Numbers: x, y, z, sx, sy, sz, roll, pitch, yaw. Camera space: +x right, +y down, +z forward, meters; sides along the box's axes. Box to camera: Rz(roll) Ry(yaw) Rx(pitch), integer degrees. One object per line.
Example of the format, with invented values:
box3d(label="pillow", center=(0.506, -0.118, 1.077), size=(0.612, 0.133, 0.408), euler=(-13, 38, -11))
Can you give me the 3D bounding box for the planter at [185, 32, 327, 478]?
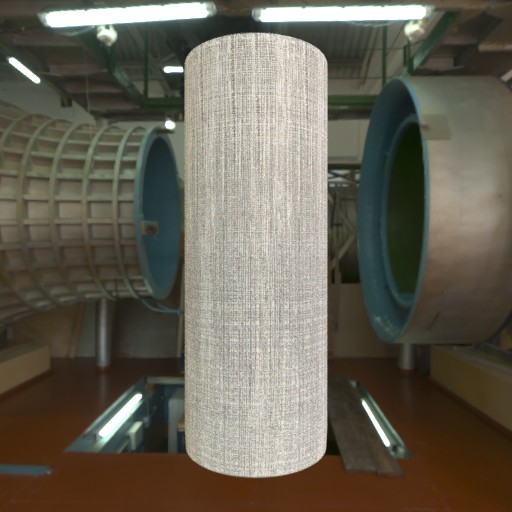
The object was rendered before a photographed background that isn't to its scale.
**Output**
box3d(label="planter", center=(0.000, 0.000, 0.315), size=(0.100, 0.270, 0.100), euler=(0, 0, 36))
